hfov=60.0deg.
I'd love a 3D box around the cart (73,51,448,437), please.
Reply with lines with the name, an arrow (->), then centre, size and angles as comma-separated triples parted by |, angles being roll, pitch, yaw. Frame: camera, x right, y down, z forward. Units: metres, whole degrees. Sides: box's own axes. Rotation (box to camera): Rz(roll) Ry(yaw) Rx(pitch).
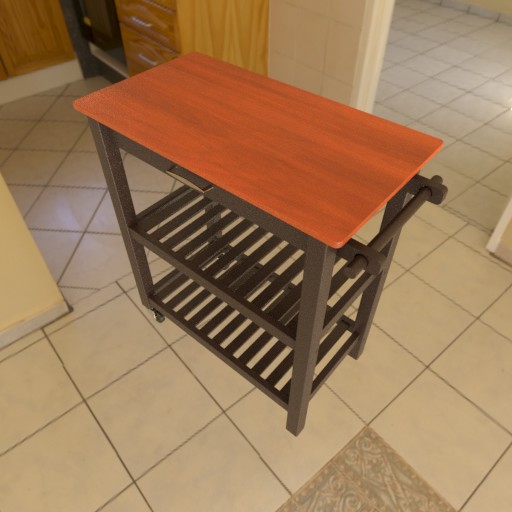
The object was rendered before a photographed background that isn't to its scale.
cart -> 0.000, 0.000, 1.422 | 0.899, 0.927, 0.457 | 31, 53, 27
